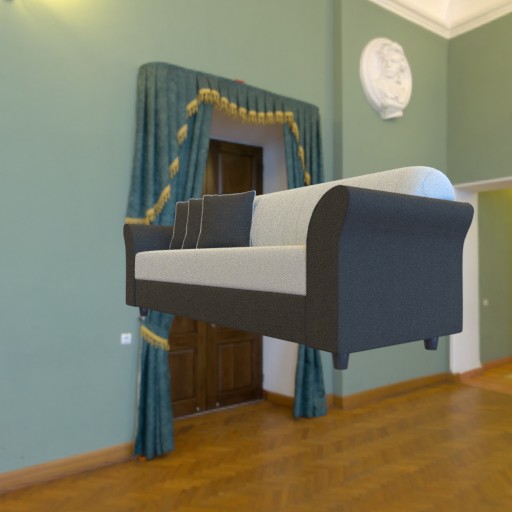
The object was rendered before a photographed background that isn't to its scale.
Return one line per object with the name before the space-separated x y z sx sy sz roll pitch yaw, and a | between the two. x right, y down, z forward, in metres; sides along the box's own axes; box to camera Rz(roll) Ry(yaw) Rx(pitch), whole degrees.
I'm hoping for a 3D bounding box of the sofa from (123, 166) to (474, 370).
sofa | 0.000 0.000 2.397 0.755 0.787 2.001 0 0 -36
